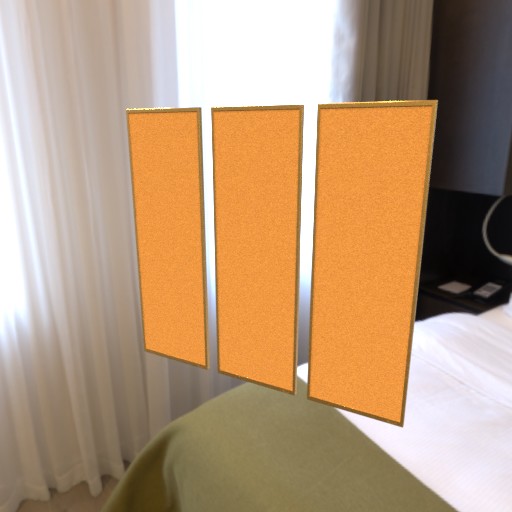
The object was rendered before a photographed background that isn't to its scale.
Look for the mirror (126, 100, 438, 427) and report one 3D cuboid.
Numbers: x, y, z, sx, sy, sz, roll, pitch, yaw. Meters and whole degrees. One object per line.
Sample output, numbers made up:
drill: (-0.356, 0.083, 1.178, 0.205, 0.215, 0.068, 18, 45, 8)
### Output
mirror: (0.000, 0.000, 1.441, 1.011, 0.926, 0.023, 8, 18, 27)
